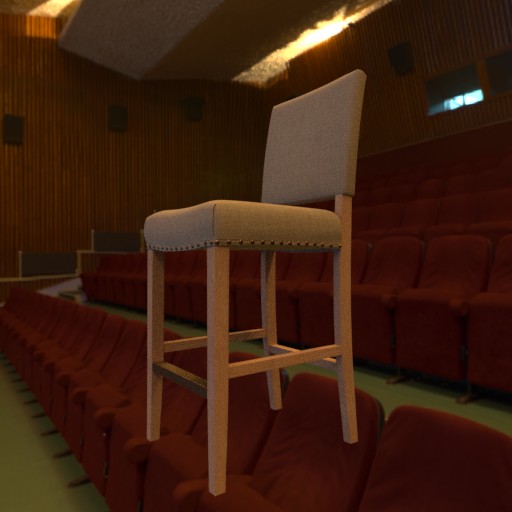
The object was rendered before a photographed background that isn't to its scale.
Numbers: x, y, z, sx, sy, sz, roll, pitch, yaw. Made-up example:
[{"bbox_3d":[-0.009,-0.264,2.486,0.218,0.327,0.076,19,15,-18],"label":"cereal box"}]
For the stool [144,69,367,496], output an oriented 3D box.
[{"bbox_3d":[0.000,0.000,1.419,0.585,1.173,0.445,0,0,-36],"label":"stool"}]
